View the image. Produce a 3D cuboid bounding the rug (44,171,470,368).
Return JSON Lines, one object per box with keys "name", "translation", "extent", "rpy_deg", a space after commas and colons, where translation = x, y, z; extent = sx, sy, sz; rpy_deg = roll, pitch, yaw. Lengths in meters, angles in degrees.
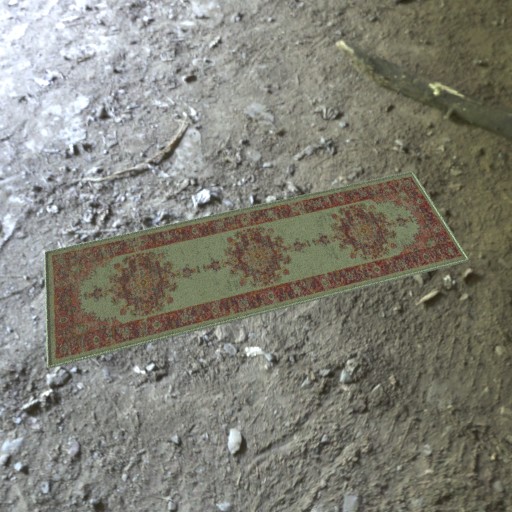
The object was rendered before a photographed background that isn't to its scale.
{"name": "rug", "translation": [0.000, 0.000, 1.982], "extent": [1.824, 0.009, 0.562], "rpy_deg": [-13, 58, -8]}
